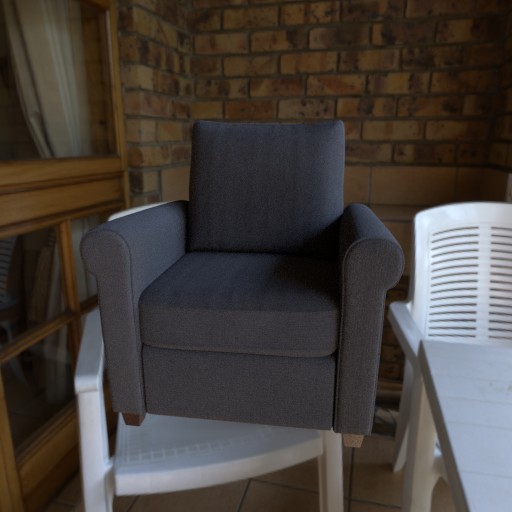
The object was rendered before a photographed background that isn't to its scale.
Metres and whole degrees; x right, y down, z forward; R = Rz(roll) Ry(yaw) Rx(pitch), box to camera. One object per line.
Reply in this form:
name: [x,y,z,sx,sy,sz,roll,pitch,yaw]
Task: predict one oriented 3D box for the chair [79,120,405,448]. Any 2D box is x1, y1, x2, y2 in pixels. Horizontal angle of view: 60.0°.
chair: [0.000,0.000,1.574,0.867,0.942,0.828,2,15,8]
